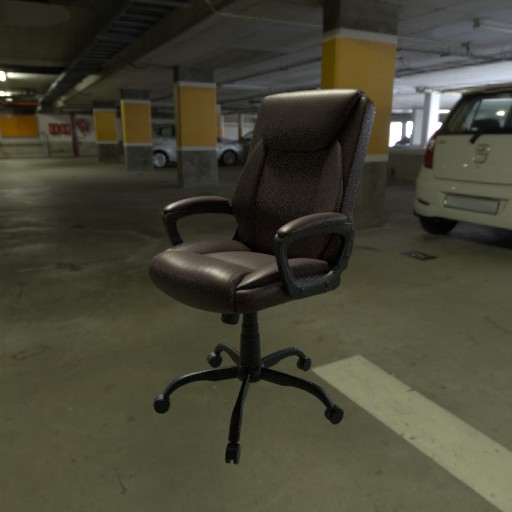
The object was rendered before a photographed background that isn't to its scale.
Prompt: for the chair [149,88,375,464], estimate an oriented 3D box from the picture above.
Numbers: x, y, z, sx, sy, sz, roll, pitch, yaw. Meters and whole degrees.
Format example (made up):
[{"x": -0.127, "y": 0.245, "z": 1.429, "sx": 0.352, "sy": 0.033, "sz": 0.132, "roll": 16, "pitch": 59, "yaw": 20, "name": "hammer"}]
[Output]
[{"x": 0.000, "y": 0.000, "z": 1.475, "sx": 0.615, "sy": 1.072, "sz": 0.655, "roll": 14, "pitch": 21, "yaw": 42, "name": "chair"}]
